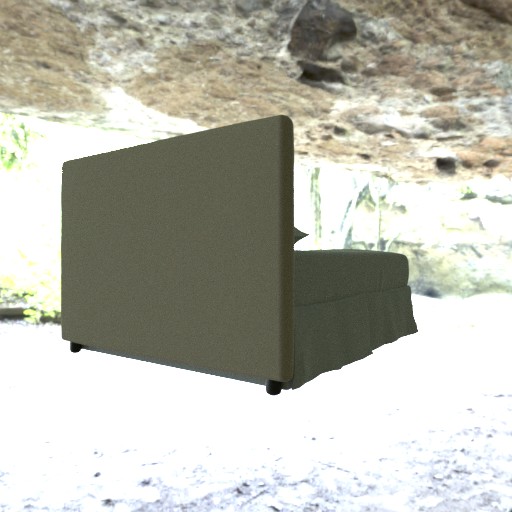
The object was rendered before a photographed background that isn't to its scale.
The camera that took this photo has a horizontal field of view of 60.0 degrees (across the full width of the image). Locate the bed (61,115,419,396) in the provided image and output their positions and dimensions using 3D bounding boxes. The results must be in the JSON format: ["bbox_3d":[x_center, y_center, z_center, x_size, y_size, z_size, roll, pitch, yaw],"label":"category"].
[{"bbox_3d":[0.000,0.000,3.396,1.884,1.330,2.142,0,0,35],"label":"bed"}]
